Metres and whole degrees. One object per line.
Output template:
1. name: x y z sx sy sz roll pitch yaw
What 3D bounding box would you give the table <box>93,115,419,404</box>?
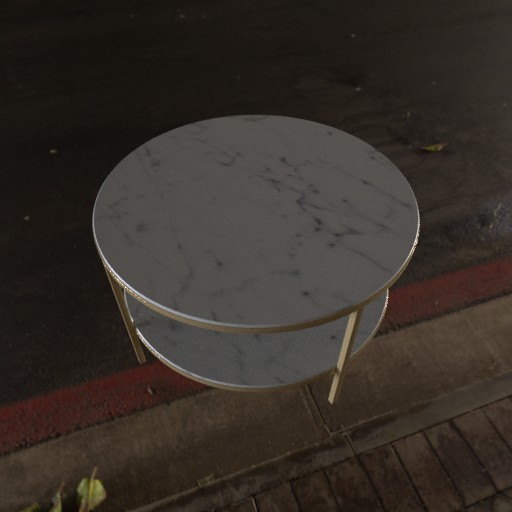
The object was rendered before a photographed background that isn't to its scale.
1. table: 0.000 0.000 1.276 0.800 0.450 0.800 0 46 0
